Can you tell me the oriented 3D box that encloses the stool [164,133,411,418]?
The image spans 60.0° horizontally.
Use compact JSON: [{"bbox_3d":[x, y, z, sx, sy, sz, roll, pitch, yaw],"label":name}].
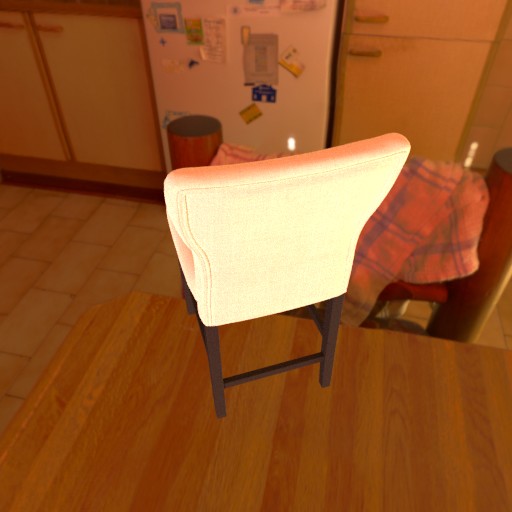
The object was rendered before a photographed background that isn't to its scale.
[{"bbox_3d":[0.000,0.000,1.359,0.514,0.972,0.603,-12,43,-13],"label":"stool"}]
